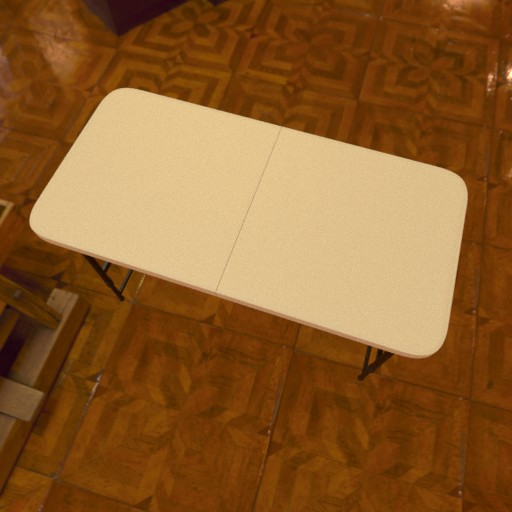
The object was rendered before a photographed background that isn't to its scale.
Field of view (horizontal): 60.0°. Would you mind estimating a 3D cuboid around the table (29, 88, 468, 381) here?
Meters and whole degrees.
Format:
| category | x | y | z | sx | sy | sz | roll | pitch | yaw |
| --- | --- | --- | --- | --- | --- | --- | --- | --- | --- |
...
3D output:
| category | x | y | z | sx | sy | sz | roll | pitch | yaw |
| --- | --- | --- | --- | --- | --- | --- | --- | --- | --- |
| table | 0.000 | 0.000 | 1.650 | 1.245 | 0.737 | 0.611 | 17 | 66 | 8 |
